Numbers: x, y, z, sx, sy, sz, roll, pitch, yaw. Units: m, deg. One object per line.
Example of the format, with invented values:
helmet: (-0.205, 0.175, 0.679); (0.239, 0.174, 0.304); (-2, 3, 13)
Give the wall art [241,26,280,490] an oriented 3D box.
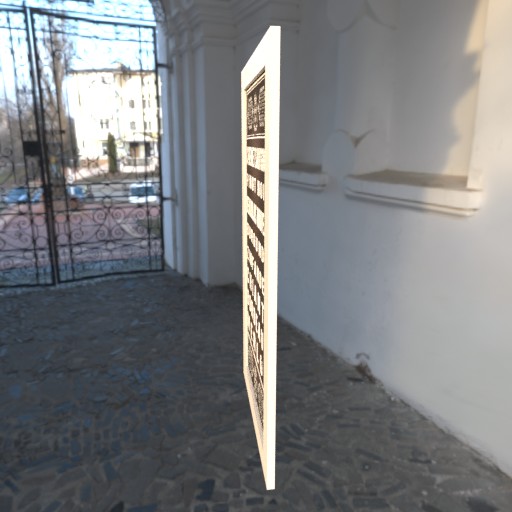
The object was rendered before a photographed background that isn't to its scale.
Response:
wall art: (0.000, 0.000, 0.814); (0.013, 0.683, 0.380); (-2, 15, -7)
